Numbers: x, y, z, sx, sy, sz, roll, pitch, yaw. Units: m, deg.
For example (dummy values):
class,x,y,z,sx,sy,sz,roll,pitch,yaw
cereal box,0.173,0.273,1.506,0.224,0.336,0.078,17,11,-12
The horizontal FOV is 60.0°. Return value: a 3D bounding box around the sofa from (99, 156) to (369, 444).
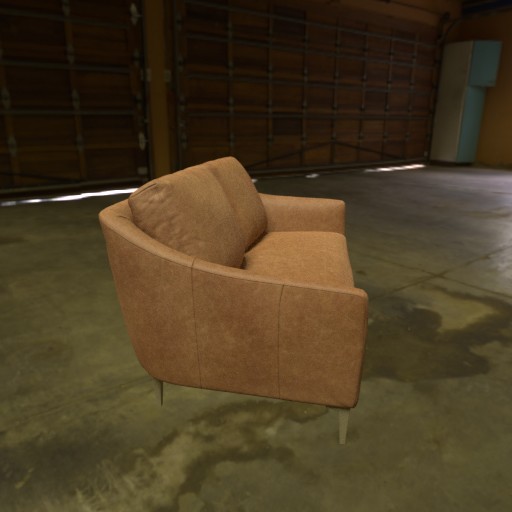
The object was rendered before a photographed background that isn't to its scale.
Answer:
class,x,y,z,sx,sy,sz,roll,pitch,yaw
sofa,0.000,0.000,2.213,0.960,0.902,1.619,2,17,8
